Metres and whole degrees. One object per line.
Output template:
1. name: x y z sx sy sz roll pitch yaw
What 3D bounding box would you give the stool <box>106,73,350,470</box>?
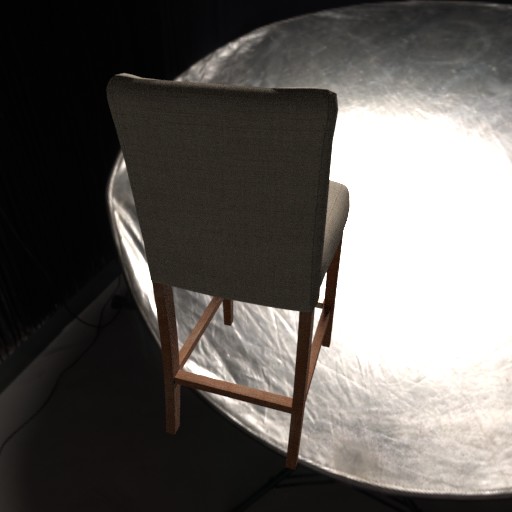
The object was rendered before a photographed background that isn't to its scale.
1. stool: 0.000 0.000 1.258 0.454 1.039 0.567 10 34 15
